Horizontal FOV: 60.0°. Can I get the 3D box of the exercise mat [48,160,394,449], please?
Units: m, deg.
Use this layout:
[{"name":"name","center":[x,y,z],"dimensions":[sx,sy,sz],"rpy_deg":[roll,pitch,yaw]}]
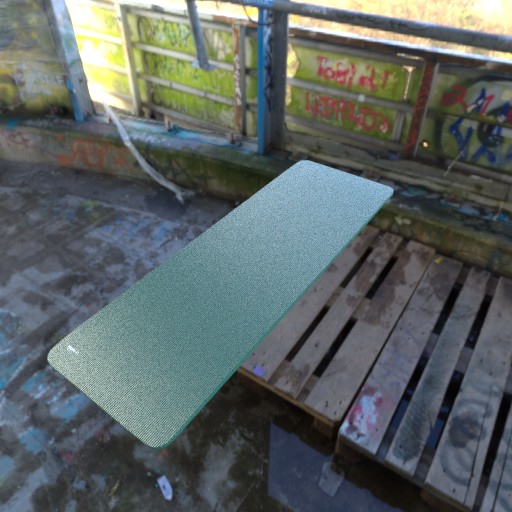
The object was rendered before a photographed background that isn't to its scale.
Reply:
[{"name":"exercise mat","center":[0.000,0.000,2.070],"dimensions":[0.616,0.021,1.869],"rpy_deg":[25,47,26]}]
